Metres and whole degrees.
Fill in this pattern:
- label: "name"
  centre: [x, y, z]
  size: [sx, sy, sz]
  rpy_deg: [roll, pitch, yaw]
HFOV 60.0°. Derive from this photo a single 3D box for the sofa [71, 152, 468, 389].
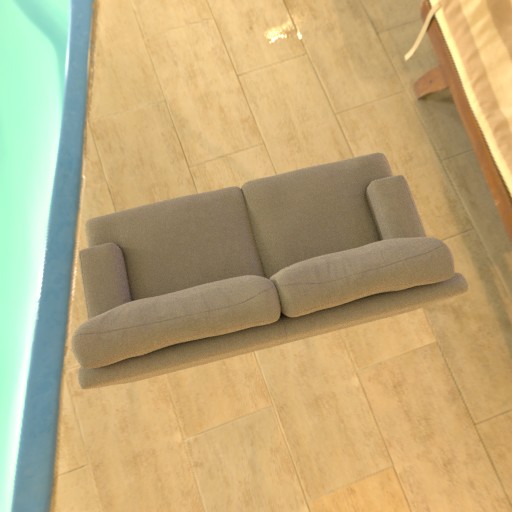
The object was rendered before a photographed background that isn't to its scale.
- label: "sofa"
  centre: [0.000, 0.000, 2.414]
  size: [1.855, 0.980, 0.962]
  rpy_deg: [-14, 76, -3]
